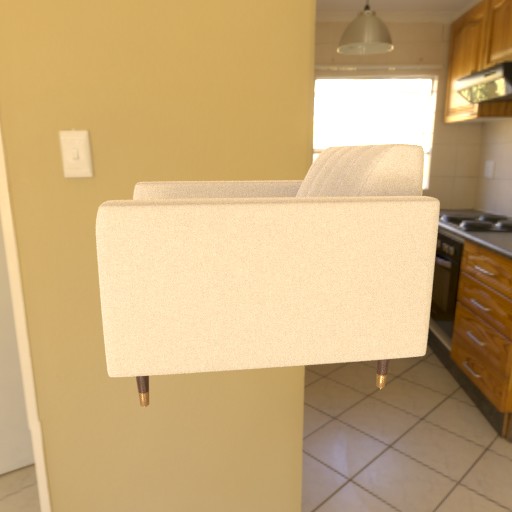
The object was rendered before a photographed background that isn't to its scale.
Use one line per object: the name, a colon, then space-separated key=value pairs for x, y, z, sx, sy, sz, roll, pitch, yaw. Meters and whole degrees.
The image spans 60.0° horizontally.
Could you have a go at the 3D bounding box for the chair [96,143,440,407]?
chair: x=0.000 y=0.000 z=1.683 sx=0.998 sy=0.819 sz=0.953 roll=-2 pitch=13 yaw=-8
